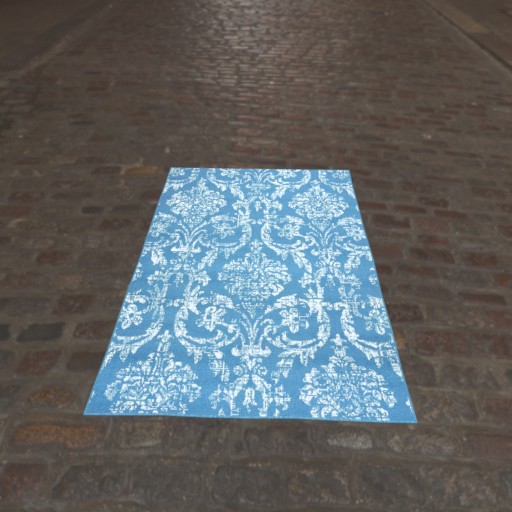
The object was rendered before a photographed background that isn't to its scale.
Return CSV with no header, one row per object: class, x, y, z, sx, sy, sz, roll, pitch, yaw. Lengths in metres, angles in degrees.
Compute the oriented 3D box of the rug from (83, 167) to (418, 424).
rug,0.000,0.000,2.302,1.211,0.012,1.833,1,40,1
